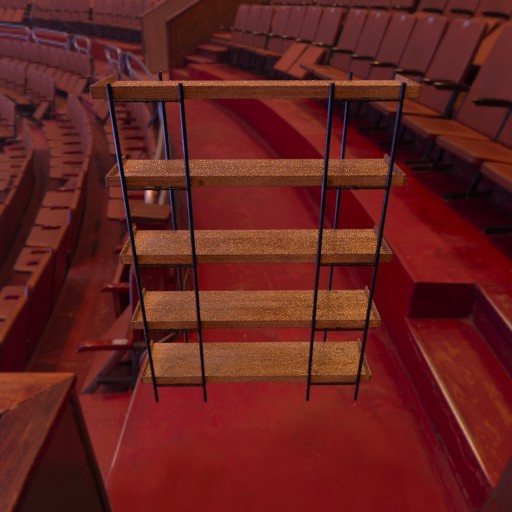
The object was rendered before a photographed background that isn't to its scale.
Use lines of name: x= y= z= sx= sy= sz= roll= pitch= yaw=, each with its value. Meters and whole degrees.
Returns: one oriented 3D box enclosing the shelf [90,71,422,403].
shelf: x=0.000 y=0.000 z=2.417 sx=1.371 sy=1.826 sz=0.379 roll=0 pitch=29 yaw=-1
